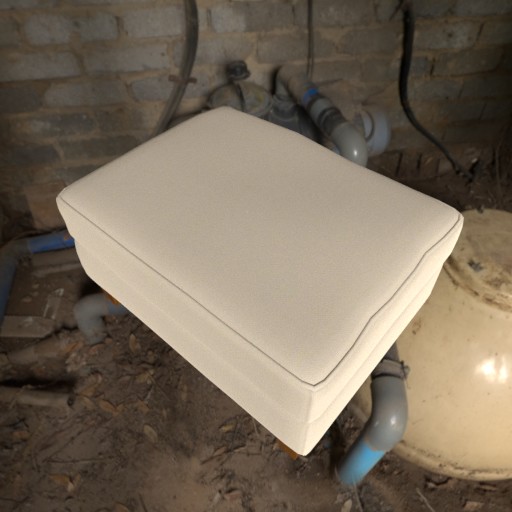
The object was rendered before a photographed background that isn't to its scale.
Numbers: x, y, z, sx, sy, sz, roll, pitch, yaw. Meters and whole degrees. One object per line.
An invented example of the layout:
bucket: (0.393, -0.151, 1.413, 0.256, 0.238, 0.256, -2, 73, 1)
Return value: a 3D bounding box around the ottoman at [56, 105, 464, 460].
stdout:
ottoman: (0.000, 0.000, 1.205, 0.818, 0.485, 0.634, 32, 55, 27)
